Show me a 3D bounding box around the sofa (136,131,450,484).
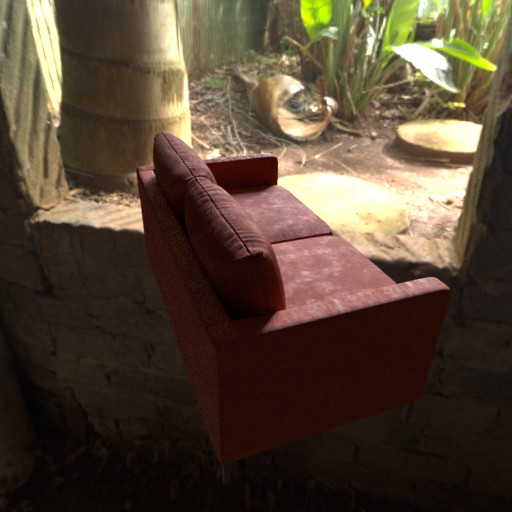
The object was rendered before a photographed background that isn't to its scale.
[{"bbox_3d":[0.000,0.000,2.089,0.864,0.896,1.574,-11,32,-18],"label":"sofa"}]
